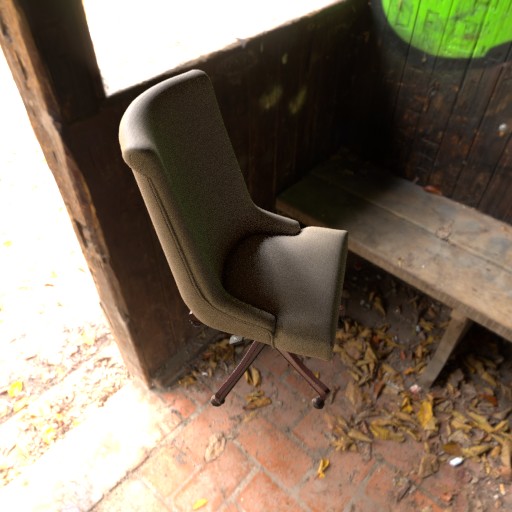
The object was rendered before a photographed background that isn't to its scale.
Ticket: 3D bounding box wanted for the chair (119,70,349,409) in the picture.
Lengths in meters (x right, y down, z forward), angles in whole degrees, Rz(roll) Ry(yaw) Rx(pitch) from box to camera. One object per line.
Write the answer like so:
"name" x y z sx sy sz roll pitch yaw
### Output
"chair" 0.000 0.000 1.466 0.696 1.010 0.645 10 46 9
